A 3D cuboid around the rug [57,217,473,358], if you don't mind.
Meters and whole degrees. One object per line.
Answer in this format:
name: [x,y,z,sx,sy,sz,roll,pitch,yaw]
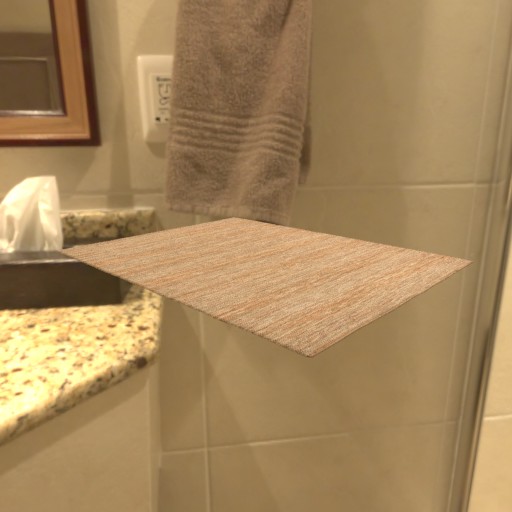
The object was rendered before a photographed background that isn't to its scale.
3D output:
rug: [0.000,0.000,3.923,2.939,0.009,2.313,14,21,42]
